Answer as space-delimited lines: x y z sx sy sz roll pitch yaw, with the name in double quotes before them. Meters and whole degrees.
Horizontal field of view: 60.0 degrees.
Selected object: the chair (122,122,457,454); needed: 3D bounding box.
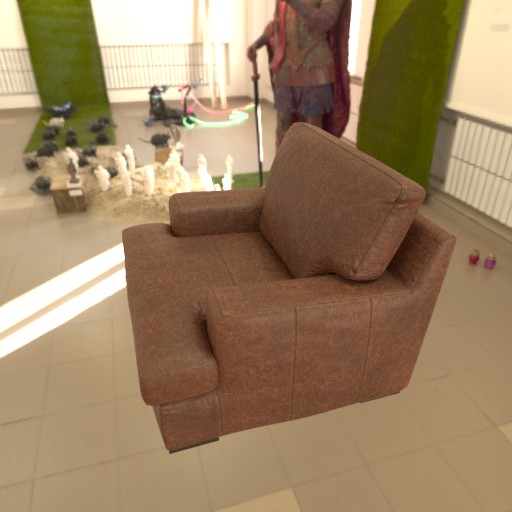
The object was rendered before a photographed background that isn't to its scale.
"chair" 0.000 0.000 1.983 1.143 0.939 1.168 -9 31 -15
